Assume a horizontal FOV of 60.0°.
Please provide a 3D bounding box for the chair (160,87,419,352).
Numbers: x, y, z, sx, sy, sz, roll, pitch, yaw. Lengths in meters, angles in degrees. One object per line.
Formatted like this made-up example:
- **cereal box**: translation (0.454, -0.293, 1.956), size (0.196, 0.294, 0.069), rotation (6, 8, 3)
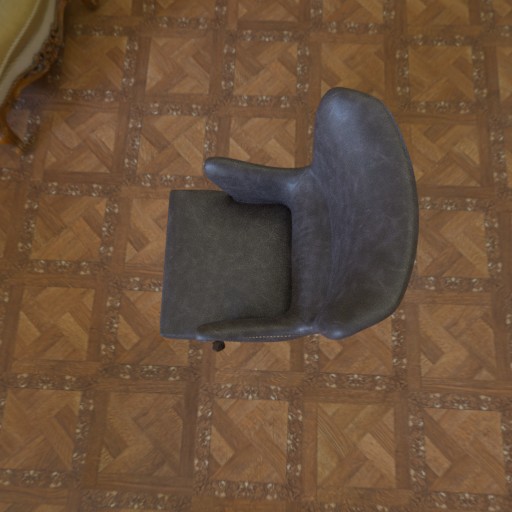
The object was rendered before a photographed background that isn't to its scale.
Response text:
- **chair**: translation (0.000, 0.000, 1.456), size (0.717, 1.037, 0.594), rotation (1, 76, 0)
